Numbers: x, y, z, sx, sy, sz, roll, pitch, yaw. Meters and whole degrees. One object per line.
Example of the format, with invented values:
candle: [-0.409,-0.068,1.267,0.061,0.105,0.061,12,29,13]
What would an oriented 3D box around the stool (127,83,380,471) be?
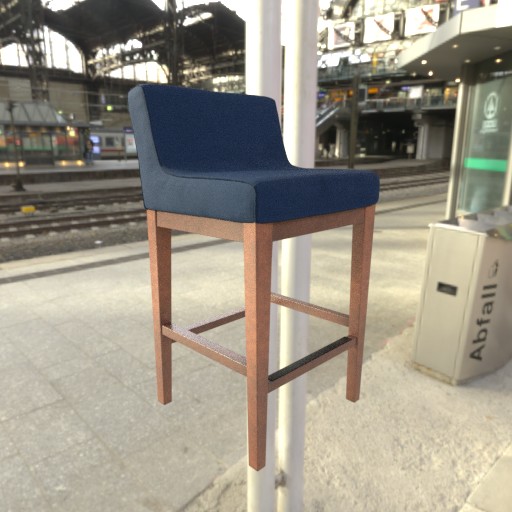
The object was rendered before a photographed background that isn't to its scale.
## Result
stool: [0.000,0.000,1.295,0.511,0.945,0.516,-13,19,-43]
